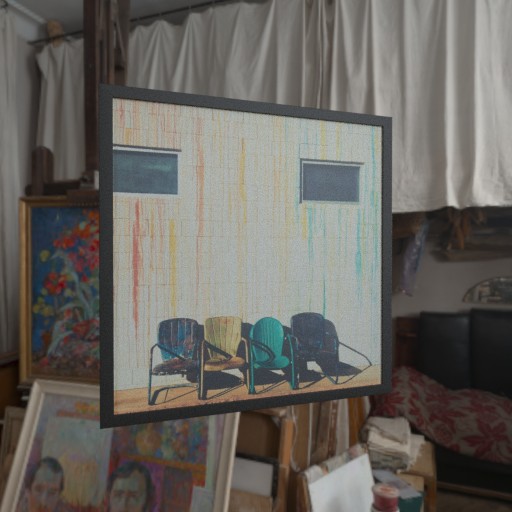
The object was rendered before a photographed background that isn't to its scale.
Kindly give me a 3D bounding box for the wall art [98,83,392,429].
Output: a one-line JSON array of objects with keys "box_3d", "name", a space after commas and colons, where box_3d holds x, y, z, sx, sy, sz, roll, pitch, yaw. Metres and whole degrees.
[{"box_3d": [0.000, 0.000, 0.456, 0.304, 0.304, 0.038, 0, 1, -19], "name": "wall art"}]
